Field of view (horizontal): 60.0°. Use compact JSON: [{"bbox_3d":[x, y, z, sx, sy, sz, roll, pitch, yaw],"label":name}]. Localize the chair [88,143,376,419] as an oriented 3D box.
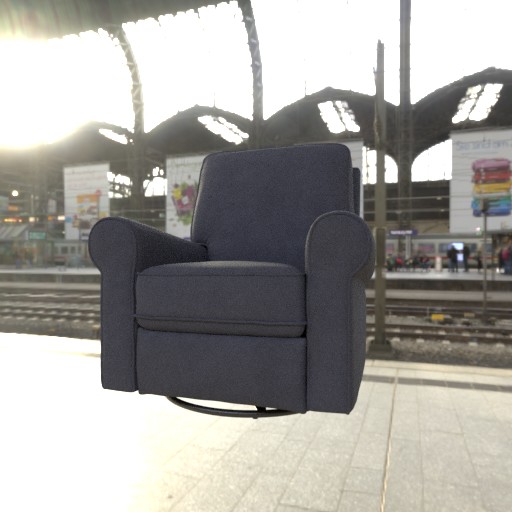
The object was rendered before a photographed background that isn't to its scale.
[{"bbox_3d":[0.000,0.000,1.676,0.890,0.961,0.878,0,0,17],"label":"chair"}]
